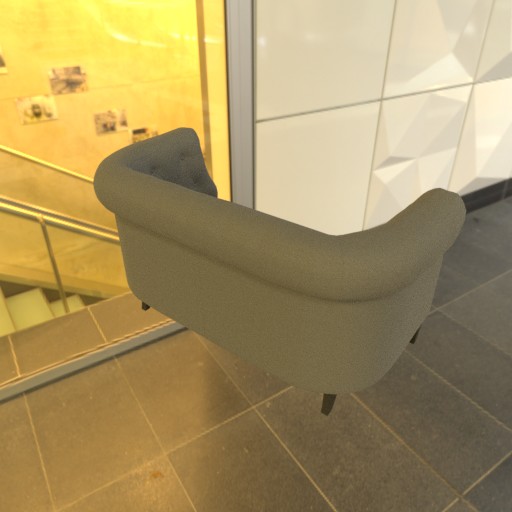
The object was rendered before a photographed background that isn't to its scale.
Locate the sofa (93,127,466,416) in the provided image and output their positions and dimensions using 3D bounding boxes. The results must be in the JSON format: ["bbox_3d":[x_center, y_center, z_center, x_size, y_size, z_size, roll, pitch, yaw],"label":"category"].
[{"bbox_3d":[0.000,0.000,2.030,1.558,0.827,0.835,22,38,31],"label":"sofa"}]
